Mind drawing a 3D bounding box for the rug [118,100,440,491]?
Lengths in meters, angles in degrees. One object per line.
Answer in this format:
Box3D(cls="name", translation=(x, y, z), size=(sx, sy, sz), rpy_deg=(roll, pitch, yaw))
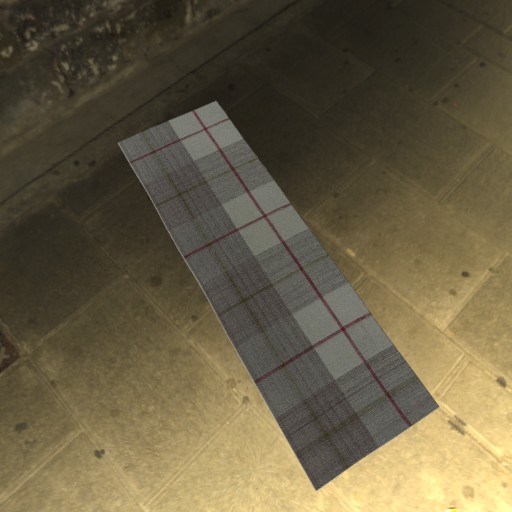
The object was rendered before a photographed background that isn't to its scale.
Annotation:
Box3D(cls="rug", translation=(0.000, 0.000, 2.649), size=(0.762, 0.013, 2.439), rpy_deg=(-28, 67, -13))
